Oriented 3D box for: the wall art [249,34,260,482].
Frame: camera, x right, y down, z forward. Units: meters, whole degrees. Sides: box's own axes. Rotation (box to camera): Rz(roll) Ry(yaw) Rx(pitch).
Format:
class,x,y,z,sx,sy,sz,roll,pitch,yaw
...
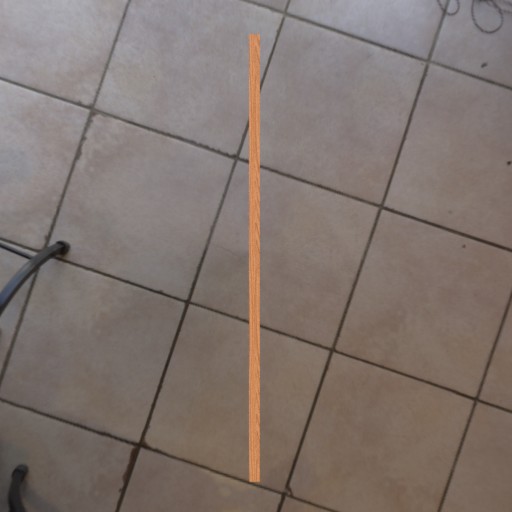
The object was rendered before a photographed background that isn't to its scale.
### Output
class,x,y,z,sx,sy,sz,roll,pitch,yaw
wall art,0.000,0.000,0.654,0.010,0.507,0.404,0,91,0
